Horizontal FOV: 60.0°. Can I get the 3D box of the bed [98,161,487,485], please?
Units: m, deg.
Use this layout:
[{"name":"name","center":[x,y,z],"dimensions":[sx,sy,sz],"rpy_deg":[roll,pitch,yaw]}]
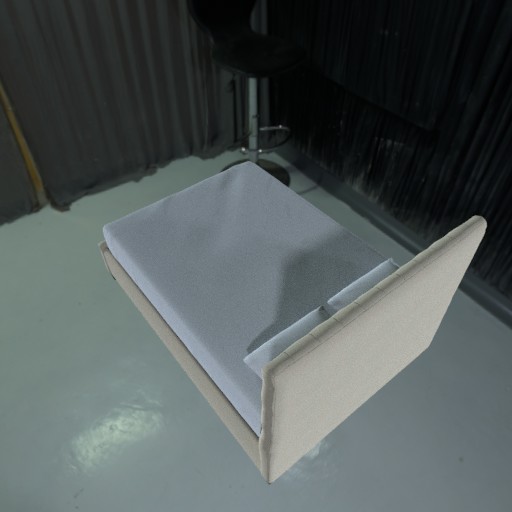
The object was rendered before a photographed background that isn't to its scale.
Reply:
[{"name":"bed","center":[0.000,0.000,3.408],"dimensions":[1.698,1.427,2.387],"rpy_deg":[-30,53,-26]}]
